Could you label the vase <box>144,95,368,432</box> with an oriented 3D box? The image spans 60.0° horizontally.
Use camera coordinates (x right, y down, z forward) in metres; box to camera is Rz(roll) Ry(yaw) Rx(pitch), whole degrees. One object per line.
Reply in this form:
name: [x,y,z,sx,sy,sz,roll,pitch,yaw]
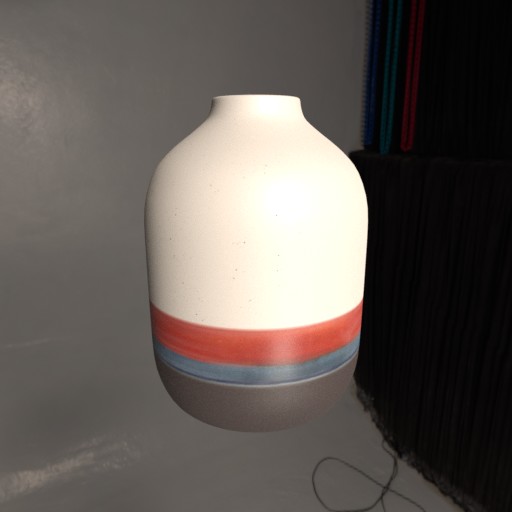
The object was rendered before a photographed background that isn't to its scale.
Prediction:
vase: [0.000,0.000,0.352,0.169,0.237,0.169,0,15,0]
